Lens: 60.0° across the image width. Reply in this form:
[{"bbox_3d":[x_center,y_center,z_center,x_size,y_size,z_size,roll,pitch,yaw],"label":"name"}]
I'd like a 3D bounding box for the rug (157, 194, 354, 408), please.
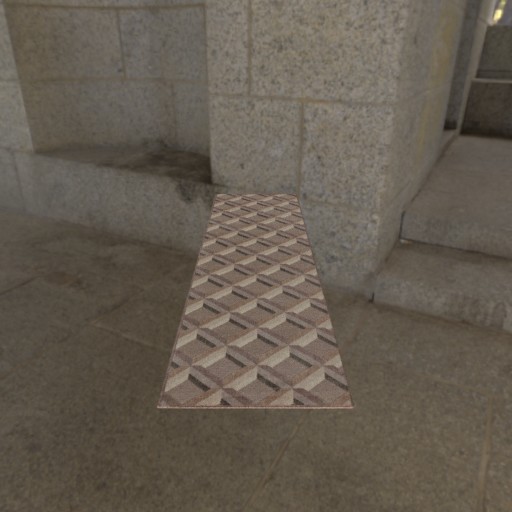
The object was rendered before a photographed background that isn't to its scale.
[{"bbox_3d":[0.000,0.000,2.628,0.685,0.013,2.437,0,25,0],"label":"rug"}]
